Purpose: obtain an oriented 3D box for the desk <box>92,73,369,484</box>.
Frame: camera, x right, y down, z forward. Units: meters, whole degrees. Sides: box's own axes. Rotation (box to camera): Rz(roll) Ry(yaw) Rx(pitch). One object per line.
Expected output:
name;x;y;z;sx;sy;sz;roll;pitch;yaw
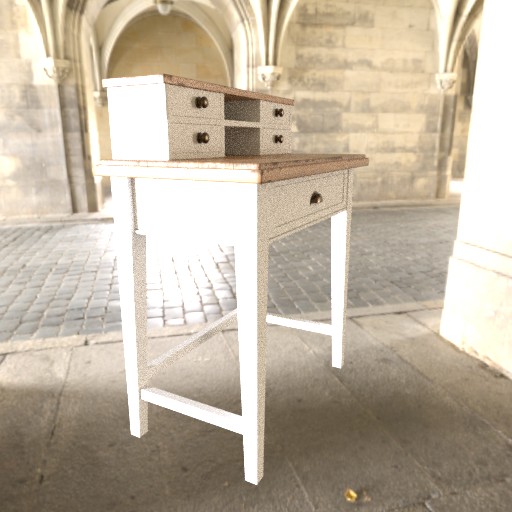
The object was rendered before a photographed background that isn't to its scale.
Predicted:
desk;0.000;0.000;1.385;0.462;0.981;0.814;8;16;27
